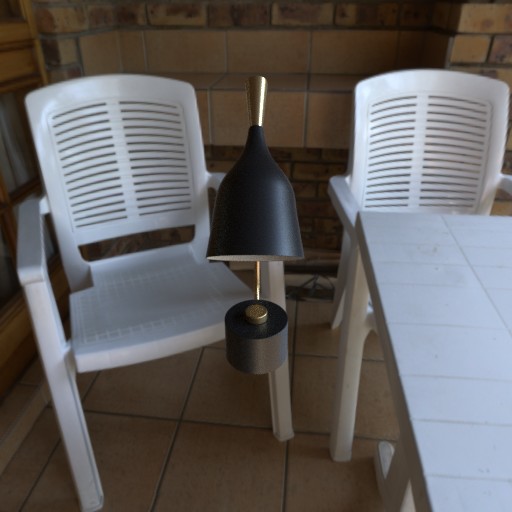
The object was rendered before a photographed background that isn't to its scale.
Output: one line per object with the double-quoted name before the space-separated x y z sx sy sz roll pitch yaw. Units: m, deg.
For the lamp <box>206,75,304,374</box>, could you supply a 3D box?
"lamp" 0.000 0.000 0.629 0.110 0.464 0.352 0 30 0
